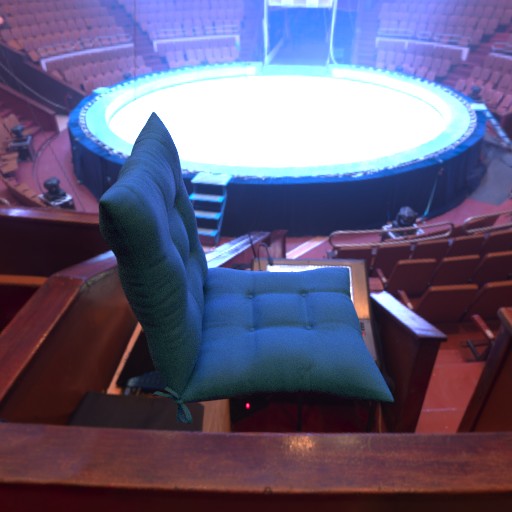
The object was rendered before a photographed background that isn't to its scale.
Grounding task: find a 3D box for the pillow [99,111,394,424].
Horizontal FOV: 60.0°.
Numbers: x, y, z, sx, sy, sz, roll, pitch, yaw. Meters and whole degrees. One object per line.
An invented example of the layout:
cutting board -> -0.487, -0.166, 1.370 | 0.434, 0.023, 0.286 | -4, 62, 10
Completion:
pillow -> 0.000, 0.000, 1.031 | 0.585, 0.536, 0.541 | -1, 33, -1
